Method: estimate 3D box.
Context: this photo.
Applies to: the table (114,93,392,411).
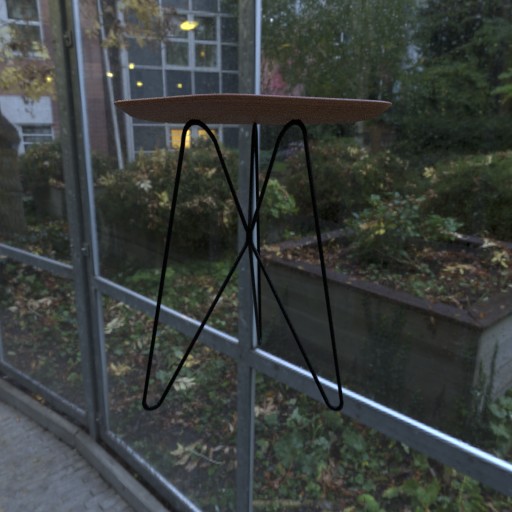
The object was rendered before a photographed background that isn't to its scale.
[{"bbox_3d":[0.000,0.000,0.878,0.500,0.562,0.400,-7,16,-26],"label":"table"}]
